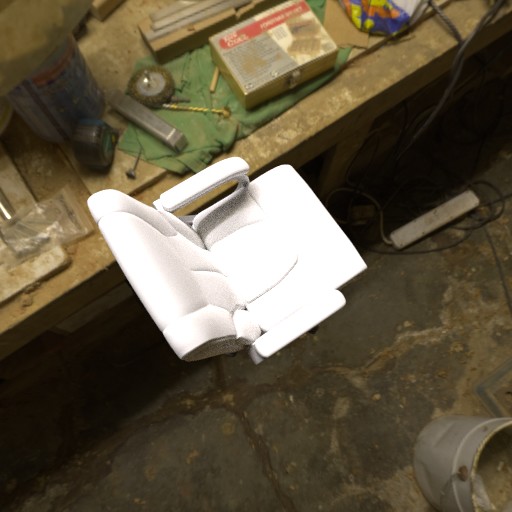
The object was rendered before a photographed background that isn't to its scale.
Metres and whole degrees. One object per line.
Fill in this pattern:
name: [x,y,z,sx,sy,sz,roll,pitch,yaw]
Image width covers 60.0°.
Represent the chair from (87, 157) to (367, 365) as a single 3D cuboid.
chair: [0.000,0.000,1.623,0.738,1.120,0.687,-33,77,-9]
